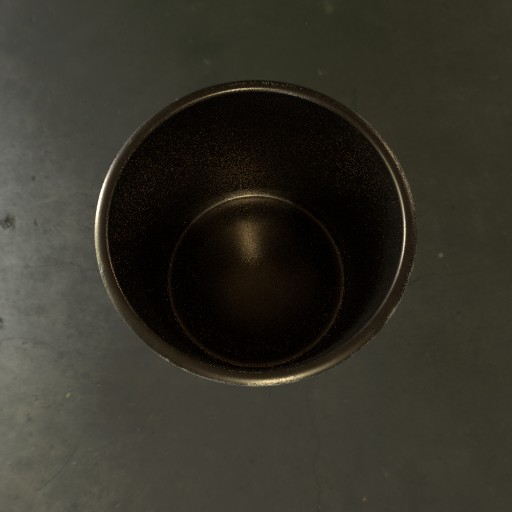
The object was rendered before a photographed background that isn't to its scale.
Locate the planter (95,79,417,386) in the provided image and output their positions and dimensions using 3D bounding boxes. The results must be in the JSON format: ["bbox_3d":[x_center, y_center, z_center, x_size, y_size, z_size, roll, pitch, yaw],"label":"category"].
[{"bbox_3d":[0.000,0.000,0.393,0.221,0.201,0.221,0,75,0],"label":"planter"}]
